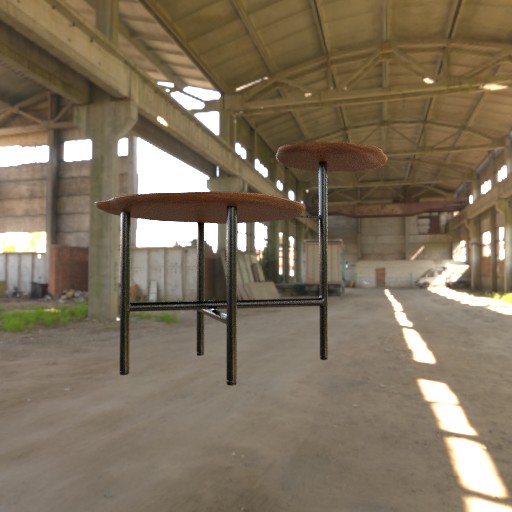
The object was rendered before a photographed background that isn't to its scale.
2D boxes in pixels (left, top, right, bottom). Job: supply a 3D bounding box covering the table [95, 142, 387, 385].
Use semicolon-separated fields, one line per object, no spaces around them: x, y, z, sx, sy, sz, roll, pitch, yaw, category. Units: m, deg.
0.000;0.000;1.105;0.759;0.538;0.442;1;-2;-18;table
